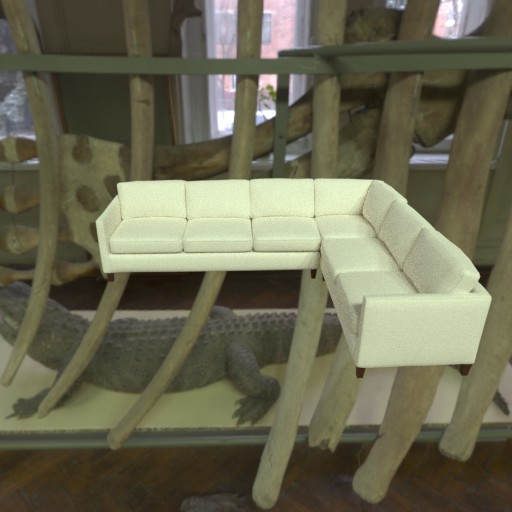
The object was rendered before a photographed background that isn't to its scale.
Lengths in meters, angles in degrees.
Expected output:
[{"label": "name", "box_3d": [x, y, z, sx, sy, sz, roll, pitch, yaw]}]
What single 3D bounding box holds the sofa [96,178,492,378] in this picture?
[{"label": "sofa", "box_3d": [0.000, 0.000, 4.327, 3.302, 0.947, 2.593, -1, 26, -2]}]
